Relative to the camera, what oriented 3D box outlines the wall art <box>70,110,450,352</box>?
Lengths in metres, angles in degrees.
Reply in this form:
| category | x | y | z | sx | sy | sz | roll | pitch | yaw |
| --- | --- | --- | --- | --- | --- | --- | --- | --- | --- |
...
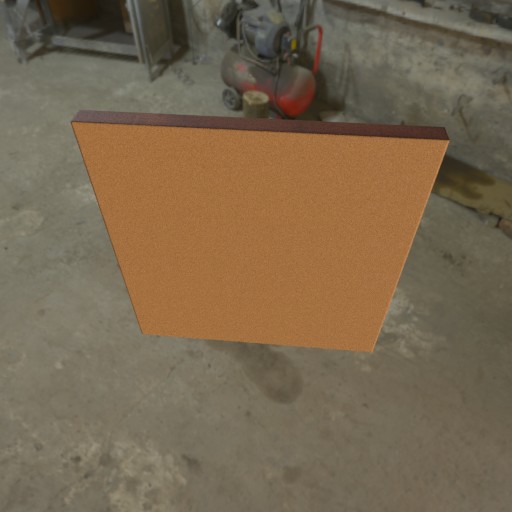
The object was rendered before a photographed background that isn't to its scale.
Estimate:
| category | x | y | z | sx | sy | sz | roll | pitch | yaw |
| --- | --- | --- | --- | --- | --- | --- | --- | --- | --- |
| wall art | 0.000 | 0.000 | 0.866 | 0.554 | 0.572 | 0.037 | 4 | 47 | 4 |
